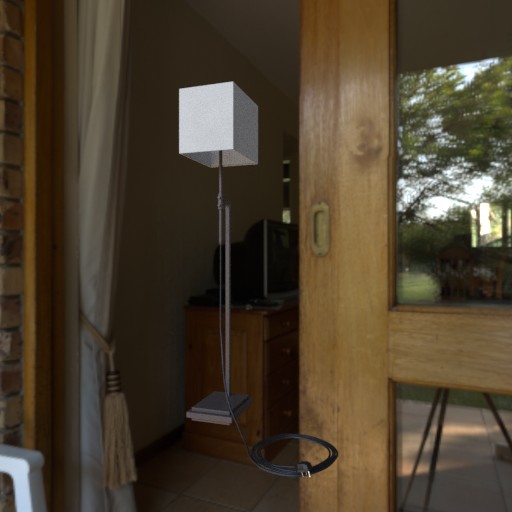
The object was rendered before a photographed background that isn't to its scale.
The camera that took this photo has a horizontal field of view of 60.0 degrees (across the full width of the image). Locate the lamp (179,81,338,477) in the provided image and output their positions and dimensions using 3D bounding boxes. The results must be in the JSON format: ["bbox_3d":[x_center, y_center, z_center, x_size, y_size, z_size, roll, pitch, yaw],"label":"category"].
[{"bbox_3d":[0.000,0.000,2.003,0.774,1.600,0.698,0,0,19],"label":"lamp"}]
